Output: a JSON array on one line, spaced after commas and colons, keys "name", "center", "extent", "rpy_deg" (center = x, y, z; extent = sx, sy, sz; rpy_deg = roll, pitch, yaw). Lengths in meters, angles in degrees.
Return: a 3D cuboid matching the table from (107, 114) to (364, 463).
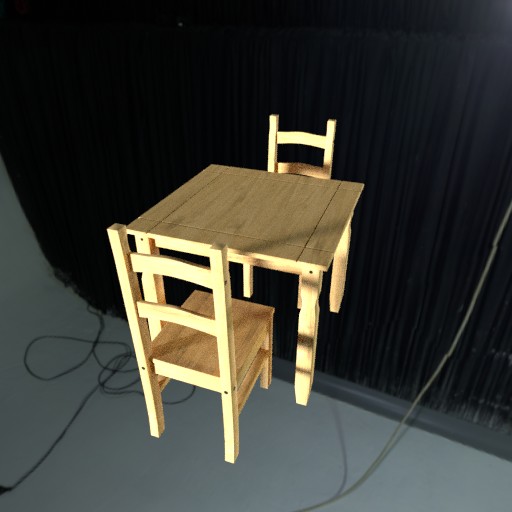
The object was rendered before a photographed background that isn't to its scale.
[{"name": "table", "center": [0.000, 0.000, 2.073], "extent": [0.813, 0.942, 1.501], "rpy_deg": [11, 32, 17]}]
